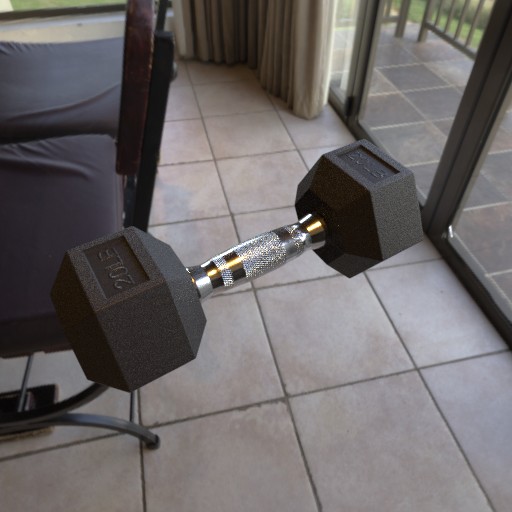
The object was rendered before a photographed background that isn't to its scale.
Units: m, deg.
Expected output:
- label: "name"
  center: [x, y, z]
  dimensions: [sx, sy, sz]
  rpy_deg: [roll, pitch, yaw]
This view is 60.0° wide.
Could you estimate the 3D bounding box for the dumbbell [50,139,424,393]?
- label: "dumbbell"
  center: [0.000, 0.000, 0.326]
  dimensions: [0.272, 0.092, 0.106]
  rpy_deg: [-24, 51, -21]
